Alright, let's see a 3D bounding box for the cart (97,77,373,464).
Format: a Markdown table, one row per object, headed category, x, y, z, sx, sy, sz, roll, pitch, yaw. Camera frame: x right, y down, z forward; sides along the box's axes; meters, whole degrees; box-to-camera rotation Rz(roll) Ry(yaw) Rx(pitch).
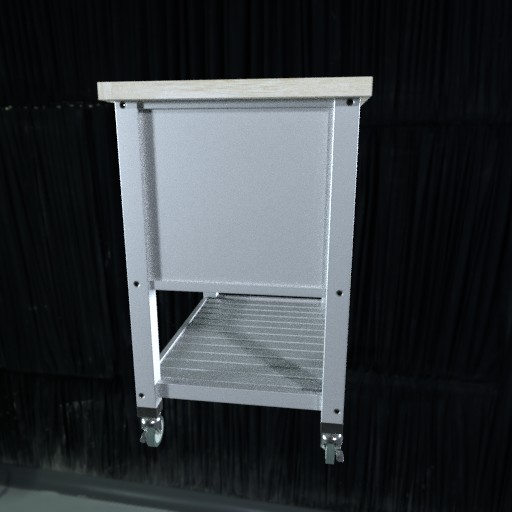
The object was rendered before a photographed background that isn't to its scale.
| category | x | y | z | sx | sy | sz | roll | pitch | yaw |
| --- | --- | --- | --- | --- | --- | --- | --- | --- | --- |
| cart | 0.000 | 0.000 | 1.360 | 0.559 | 0.914 | 0.762 | 2 | 14 | 8 |
